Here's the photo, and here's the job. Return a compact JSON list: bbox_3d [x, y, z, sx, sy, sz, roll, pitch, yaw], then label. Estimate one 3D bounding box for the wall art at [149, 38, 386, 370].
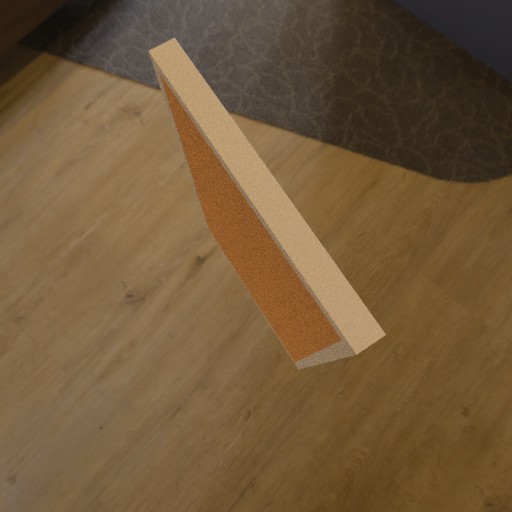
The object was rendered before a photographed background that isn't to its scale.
[{"bbox_3d":[0.000,0.000,0.833,0.038,0.657,0.450,-32,77,-8],"label":"wall art"}]
